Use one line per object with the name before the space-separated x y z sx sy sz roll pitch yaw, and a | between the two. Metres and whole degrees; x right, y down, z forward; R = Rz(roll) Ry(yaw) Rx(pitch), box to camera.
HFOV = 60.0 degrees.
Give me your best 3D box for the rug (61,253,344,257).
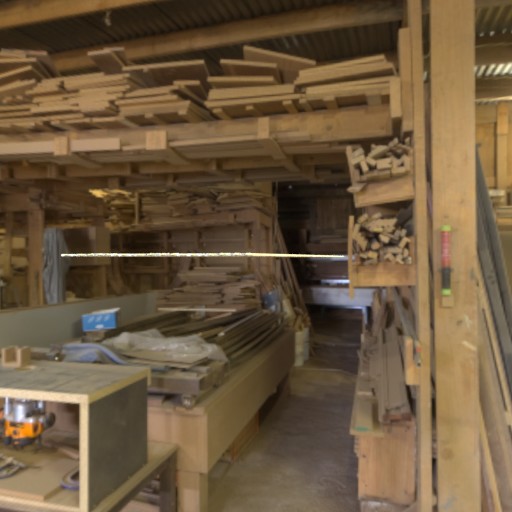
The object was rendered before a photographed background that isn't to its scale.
rug | 0.000 0.000 2.728 0.774 0.011 2.449 0 0 19
